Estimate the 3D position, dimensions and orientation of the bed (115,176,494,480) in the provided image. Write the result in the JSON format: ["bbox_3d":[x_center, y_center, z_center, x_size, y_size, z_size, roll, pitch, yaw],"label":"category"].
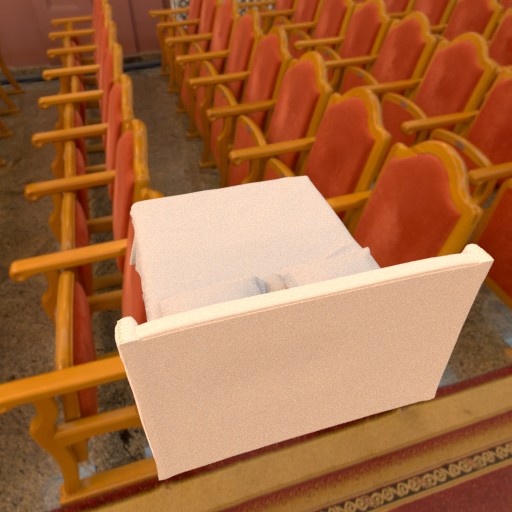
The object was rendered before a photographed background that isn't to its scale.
[{"bbox_3d":[0.000,0.000,3.307,1.925,1.332,2.276,-11,41,-13],"label":"bed"}]
